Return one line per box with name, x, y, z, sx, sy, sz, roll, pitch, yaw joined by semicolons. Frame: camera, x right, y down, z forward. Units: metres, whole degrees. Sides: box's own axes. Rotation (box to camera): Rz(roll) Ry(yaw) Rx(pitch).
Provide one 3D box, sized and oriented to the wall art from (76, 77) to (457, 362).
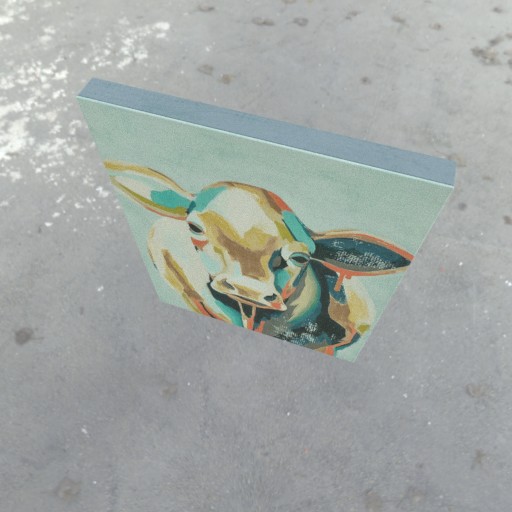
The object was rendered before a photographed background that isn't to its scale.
wall art;0.000;0.000;0.680;0.409;0.509;0.037;16;59;10
